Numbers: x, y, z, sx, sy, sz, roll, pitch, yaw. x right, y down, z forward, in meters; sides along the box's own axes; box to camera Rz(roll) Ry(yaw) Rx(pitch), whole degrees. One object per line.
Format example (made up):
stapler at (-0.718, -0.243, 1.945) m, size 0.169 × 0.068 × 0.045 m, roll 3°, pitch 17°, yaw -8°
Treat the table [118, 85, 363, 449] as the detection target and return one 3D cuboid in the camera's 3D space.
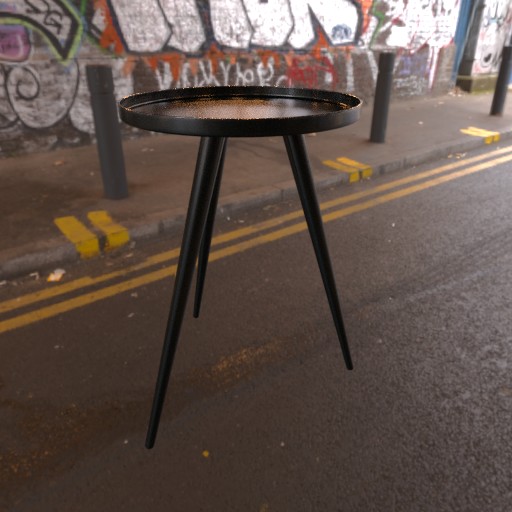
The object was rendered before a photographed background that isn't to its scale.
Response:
table at (0.000, 0.000, 0.811) m, size 0.415 × 0.548 × 0.403 m, roll 1°, pitch 27°, yaw 2°
